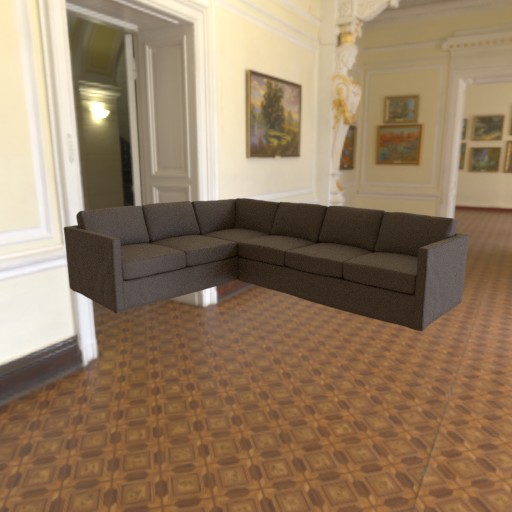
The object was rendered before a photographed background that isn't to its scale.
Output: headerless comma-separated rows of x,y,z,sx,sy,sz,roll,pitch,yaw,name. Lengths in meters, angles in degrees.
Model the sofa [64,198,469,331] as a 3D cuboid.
0.000,0.000,4.374,3.182,0.871,2.432,12,17,43,sofa
